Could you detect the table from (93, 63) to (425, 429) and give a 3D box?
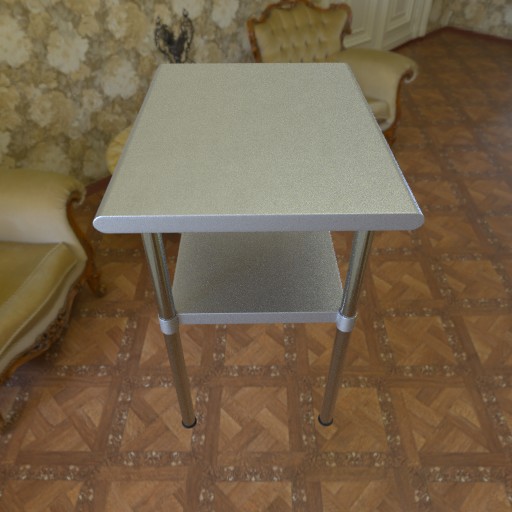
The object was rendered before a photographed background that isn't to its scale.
[{"bbox_3d":[0.000,0.000,1.343,0.584,0.876,0.762,-1,42,-1],"label":"table"}]
